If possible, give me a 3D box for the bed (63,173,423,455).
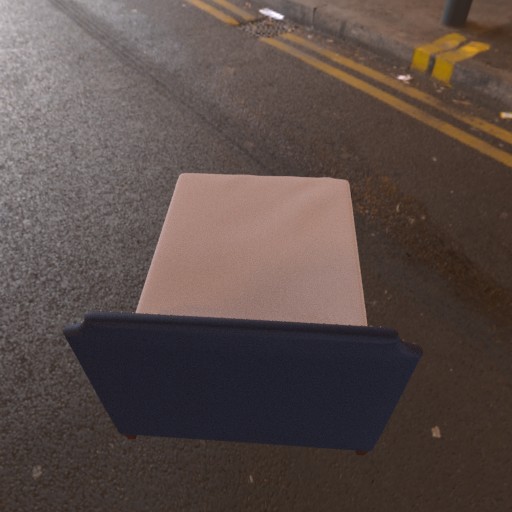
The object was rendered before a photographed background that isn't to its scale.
[{"bbox_3d":[0.000,0.000,3.305,1.712,1.443,2.372,3,46,3],"label":"bed"}]
